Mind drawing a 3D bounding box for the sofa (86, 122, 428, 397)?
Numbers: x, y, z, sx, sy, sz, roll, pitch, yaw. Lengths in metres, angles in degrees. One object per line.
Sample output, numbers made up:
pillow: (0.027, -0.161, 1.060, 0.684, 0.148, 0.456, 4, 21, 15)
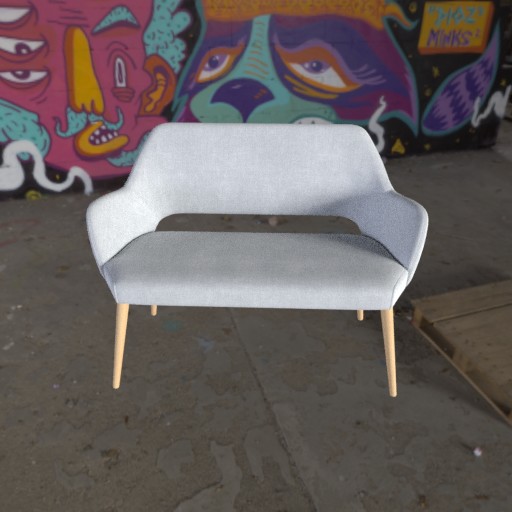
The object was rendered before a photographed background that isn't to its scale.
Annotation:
sofa: (0.000, 0.000, 1.655, 1.150, 0.840, 0.610, 1, 30, 2)
